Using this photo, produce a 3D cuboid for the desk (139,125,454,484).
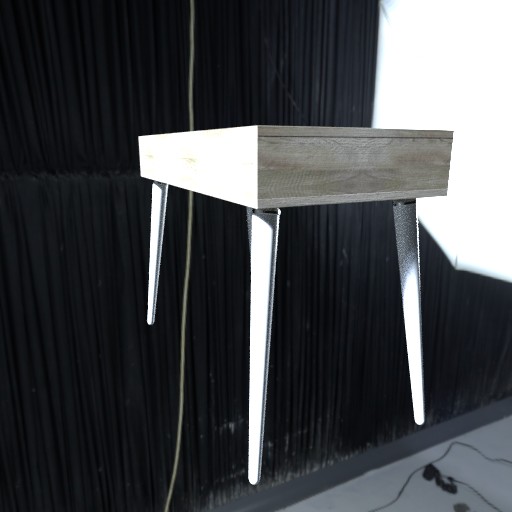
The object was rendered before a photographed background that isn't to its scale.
[{"bbox_3d":[0.000,0.000,1.363,0.491,0.723,0.979,-7,15,-25],"label":"desk"}]
